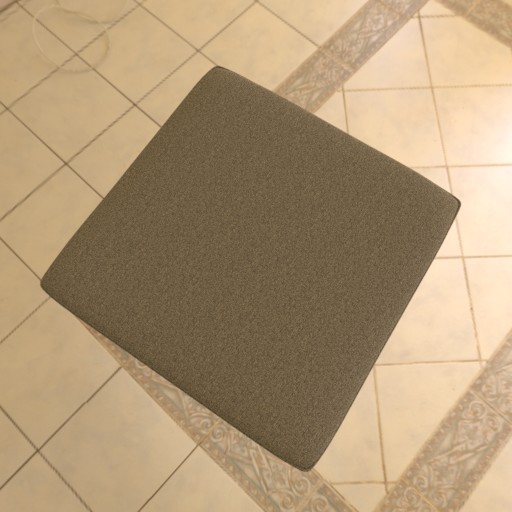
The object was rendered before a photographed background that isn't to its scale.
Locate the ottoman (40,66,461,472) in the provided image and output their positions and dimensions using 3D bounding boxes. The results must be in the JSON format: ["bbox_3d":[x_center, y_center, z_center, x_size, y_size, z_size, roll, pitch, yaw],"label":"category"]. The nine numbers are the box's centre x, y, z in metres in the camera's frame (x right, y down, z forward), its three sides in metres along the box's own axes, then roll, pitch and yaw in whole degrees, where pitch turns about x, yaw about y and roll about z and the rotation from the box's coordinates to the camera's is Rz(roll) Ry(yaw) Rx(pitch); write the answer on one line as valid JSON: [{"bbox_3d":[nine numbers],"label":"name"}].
[{"bbox_3d":[0.000,0.000,1.584,1.015,0.464,1.005,32,76,9],"label":"ottoman"}]
